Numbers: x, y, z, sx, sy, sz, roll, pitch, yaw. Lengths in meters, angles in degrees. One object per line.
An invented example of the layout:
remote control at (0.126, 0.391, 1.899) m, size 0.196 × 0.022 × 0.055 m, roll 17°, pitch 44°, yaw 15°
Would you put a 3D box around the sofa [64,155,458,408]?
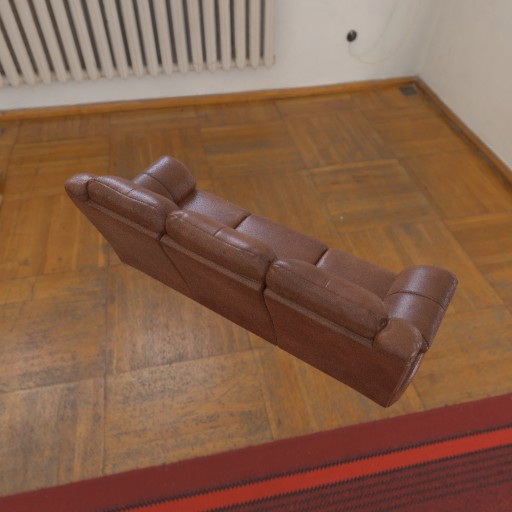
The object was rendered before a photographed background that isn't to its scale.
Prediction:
sofa at (0.000, 0.000, 2.886) m, size 2.337 × 1.043 × 0.991 m, roll 25°, pitch 52°, yaw 22°
